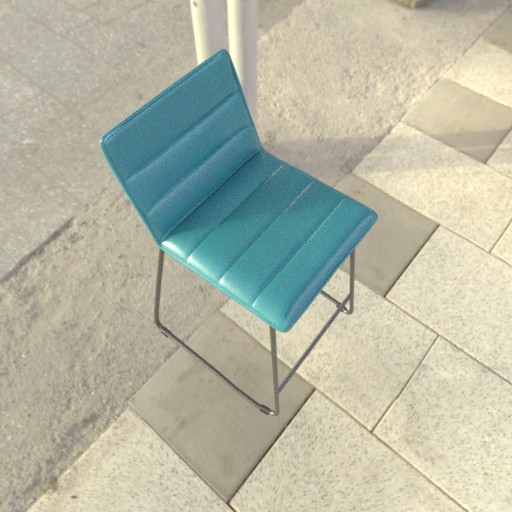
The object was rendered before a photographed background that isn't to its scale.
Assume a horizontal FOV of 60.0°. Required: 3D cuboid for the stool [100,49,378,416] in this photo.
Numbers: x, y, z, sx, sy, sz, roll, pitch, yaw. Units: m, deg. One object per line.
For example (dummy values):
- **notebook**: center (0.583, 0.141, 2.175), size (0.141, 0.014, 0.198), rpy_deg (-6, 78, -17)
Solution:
- **stool**: center (0.000, 0.000, 1.219), size (0.524, 0.866, 0.489), rpy_deg (34, 64, 19)
